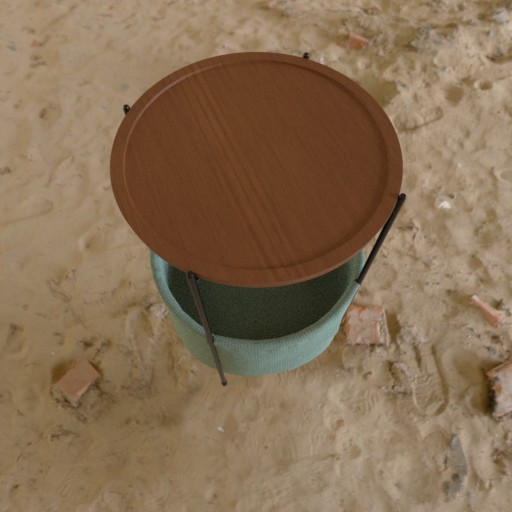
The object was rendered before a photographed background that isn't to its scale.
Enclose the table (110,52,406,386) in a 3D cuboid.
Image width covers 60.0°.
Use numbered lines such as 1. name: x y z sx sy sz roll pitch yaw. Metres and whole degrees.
1. table: 0.000 0.000 0.862 0.400 0.623 0.400 -20 65 -10
